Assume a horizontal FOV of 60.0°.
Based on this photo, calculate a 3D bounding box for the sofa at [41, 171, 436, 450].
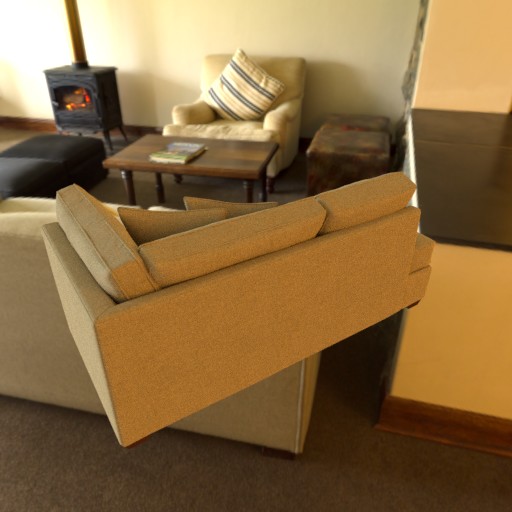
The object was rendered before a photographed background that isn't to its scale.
[{"bbox_3d":[0.000,0.000,2.802,2.238,1.019,1.110,-18,35,-28],"label":"sofa"}]
